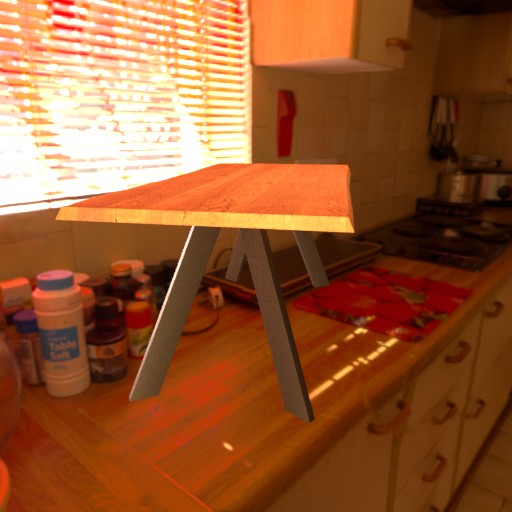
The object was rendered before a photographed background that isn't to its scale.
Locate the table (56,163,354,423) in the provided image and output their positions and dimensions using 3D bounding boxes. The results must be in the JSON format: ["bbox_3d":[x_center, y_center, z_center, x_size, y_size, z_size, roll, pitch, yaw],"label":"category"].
[{"bbox_3d":[0.000,0.000,2.216,0.900,0.770,1.800,3,16,11],"label":"table"}]
